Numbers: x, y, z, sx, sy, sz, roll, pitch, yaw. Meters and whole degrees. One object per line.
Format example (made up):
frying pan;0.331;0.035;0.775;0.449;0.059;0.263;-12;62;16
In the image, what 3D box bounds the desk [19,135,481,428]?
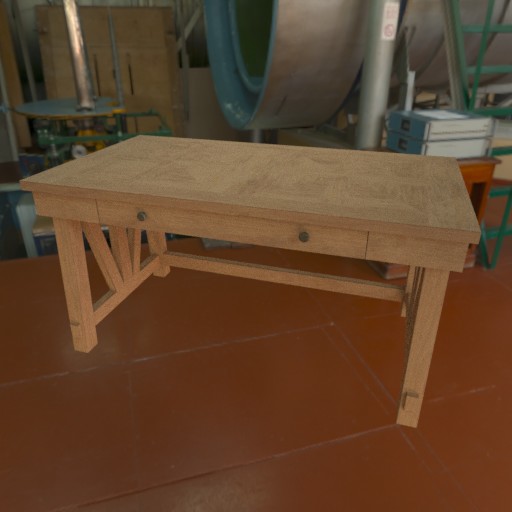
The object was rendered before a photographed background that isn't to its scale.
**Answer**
desk;0.000;0.000;1.884;1.499;0.762;0.813;8;28;16
